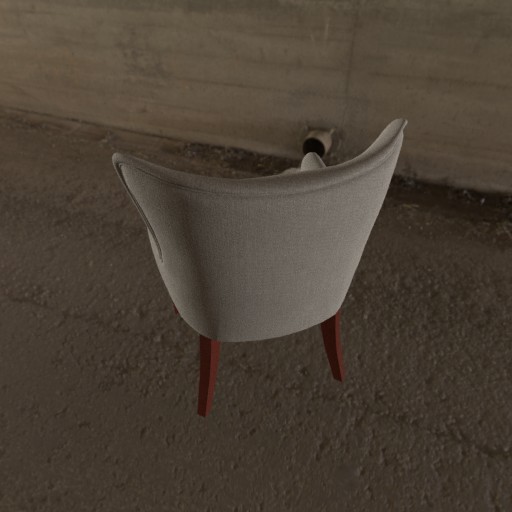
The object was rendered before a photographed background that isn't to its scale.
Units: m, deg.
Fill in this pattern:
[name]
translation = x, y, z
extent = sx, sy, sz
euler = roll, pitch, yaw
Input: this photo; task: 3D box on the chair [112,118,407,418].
[chair]
translation = 0.000, 0.000, 1.434
extent = 0.732, 0.948, 0.677
euler = -10, 40, -12
